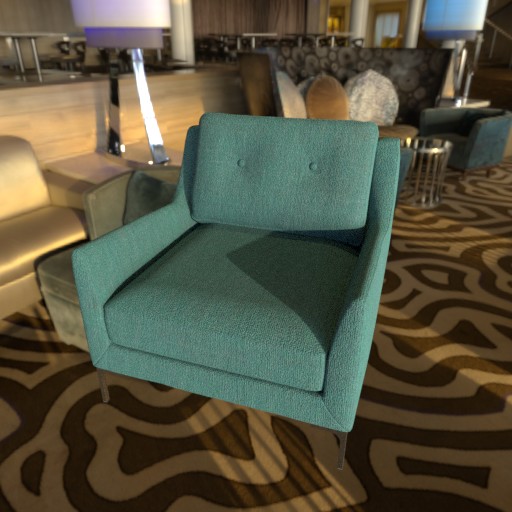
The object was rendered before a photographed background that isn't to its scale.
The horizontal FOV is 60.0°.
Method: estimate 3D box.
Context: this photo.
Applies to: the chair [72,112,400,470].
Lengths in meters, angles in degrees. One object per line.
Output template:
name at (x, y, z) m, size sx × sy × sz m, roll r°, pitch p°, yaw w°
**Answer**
chair at (0.000, 0.000, 1.513) m, size 0.847 × 0.828 × 0.849 m, roll 9°, pitch 28°, yaw 17°
